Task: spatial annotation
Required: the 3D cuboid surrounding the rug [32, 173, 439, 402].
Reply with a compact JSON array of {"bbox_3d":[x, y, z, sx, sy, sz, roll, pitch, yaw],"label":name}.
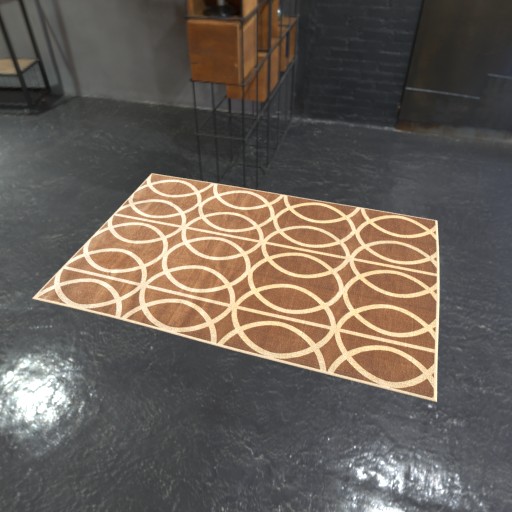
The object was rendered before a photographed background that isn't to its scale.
[{"bbox_3d":[0.000,0.000,2.906,2.294,0.014,1.528,11,42,13],"label":"rug"}]
